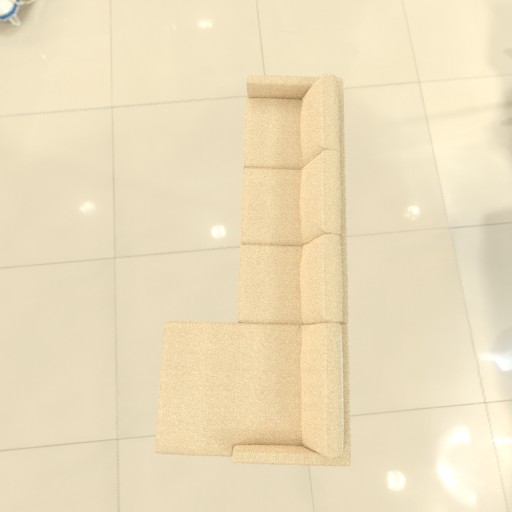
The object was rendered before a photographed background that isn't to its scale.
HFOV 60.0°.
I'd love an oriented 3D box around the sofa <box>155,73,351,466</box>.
[{"bbox_3d":[0.000,0.000,4.102,1.603,0.954,3.471,2,76,0],"label":"sofa"}]
